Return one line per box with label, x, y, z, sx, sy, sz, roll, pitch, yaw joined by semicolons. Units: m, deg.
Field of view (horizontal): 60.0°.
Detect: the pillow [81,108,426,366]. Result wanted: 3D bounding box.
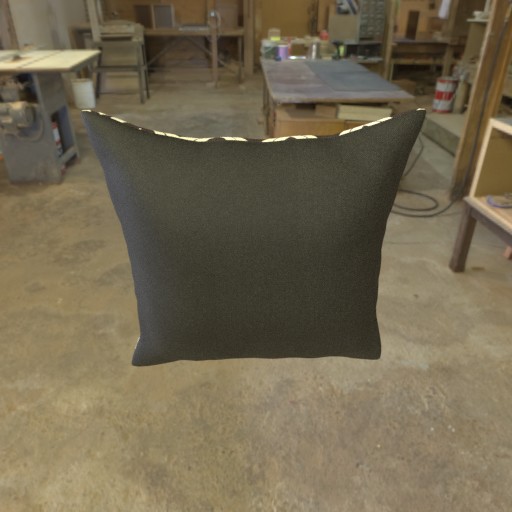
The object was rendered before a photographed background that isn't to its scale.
pillow;0.000;0.000;0.768;0.504;0.494;0.188;-1;30;-2
